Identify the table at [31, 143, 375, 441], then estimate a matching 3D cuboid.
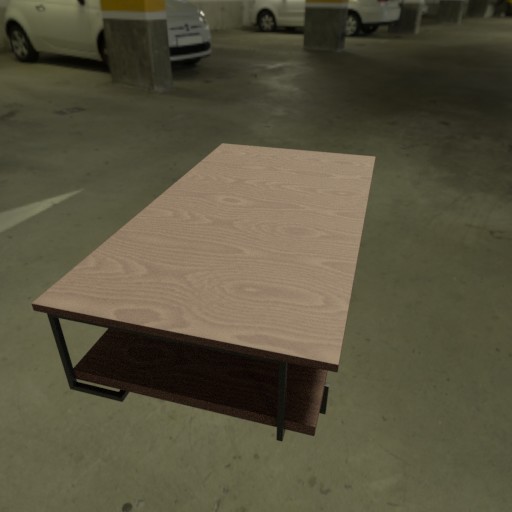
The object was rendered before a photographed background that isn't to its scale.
[{"bbox_3d":[0.000,0.000,1.447,0.651,0.347,1.197,8,32,14],"label":"table"}]
